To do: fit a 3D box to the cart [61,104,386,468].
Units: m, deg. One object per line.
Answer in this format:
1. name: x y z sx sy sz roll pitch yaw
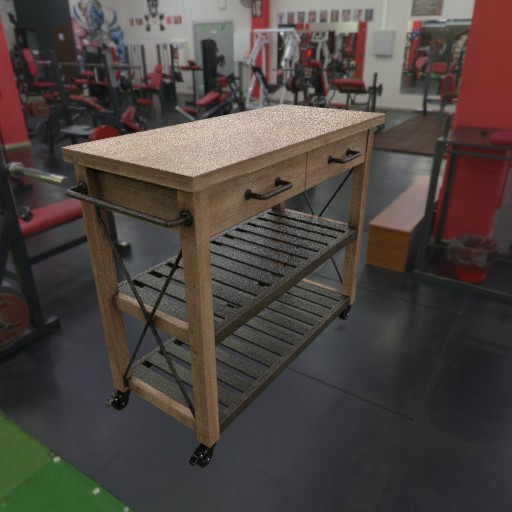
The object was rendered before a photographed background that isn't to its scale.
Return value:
1. cart: 0.000 0.000 0.982 0.298 0.554 0.686 18 31 32
